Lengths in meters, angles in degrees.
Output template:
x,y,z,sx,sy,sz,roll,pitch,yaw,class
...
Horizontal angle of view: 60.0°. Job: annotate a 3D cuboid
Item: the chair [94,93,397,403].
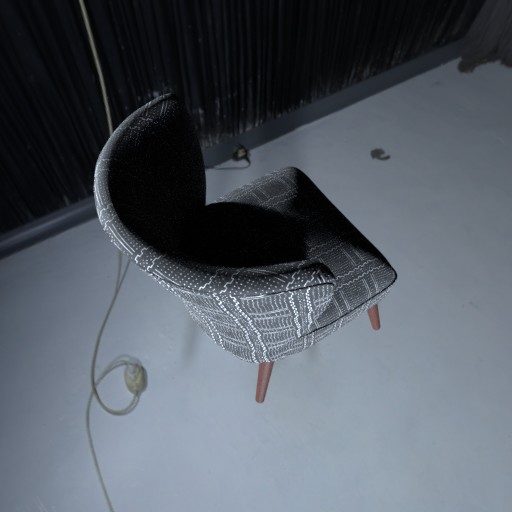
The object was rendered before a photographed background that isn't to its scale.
x,y,z,sx,sy,sz,roll,pitch,yaw,class
0.000,0.000,1.389,0.758,0.866,0.710,-29,61,-17,chair
